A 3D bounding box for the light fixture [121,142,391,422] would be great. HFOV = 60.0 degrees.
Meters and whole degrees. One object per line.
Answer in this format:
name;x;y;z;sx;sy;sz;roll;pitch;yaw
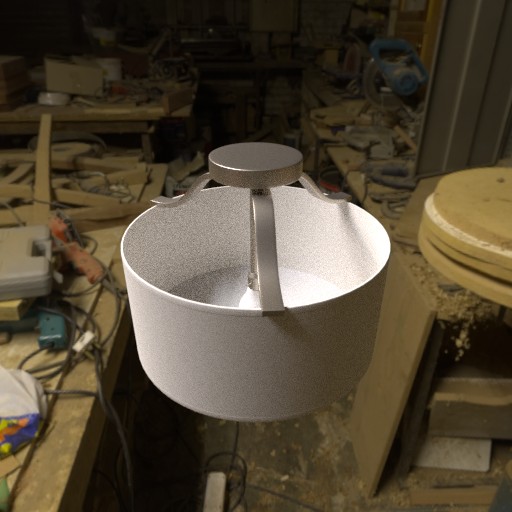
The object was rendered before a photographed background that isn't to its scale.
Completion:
light fixture;0.000;0.000;0.661;0.395;0.304;0.395;0;30;0
